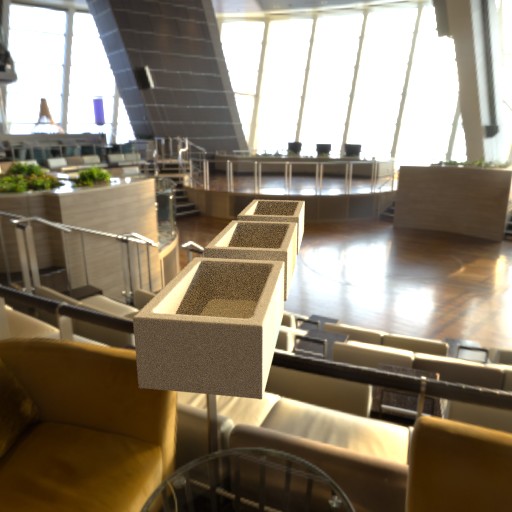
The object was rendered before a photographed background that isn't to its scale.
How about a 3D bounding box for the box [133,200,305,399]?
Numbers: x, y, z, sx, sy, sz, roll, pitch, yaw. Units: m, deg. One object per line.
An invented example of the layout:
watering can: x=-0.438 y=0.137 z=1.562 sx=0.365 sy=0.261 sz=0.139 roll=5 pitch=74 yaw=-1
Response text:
box: x=0.000 y=0.000 z=0.494 sx=0.082 sy=0.051 sz=0.461 roll=3 pitch=17 yaw=9
